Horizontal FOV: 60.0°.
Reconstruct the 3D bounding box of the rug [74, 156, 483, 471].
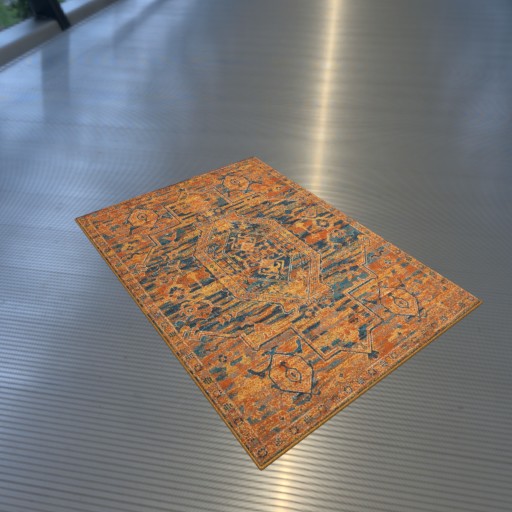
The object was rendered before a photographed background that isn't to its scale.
[{"bbox_3d":[0.000,0.000,2.837,1.588,0.024,2.204,-25,46,-27],"label":"rug"}]
